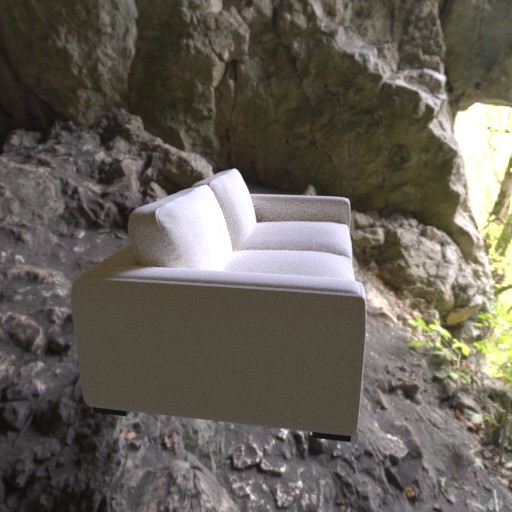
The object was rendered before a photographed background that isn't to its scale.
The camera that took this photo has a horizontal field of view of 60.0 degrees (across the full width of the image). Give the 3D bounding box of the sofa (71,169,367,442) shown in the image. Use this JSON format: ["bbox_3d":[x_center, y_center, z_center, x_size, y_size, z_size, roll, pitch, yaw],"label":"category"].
[{"bbox_3d":[0.000,0.000,2.432,1.069,0.801,1.920,3,17,9],"label":"sofa"}]
